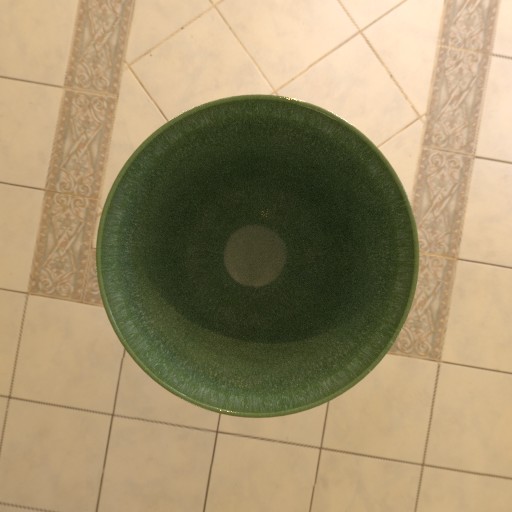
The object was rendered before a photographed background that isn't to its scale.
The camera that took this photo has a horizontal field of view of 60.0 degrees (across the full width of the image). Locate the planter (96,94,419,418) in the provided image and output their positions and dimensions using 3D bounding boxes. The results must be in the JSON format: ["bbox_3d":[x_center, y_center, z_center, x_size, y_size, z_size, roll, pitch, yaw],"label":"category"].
[{"bbox_3d":[0.000,0.000,0.372,0.195,0.214,0.195,0,90,-1],"label":"planter"}]
